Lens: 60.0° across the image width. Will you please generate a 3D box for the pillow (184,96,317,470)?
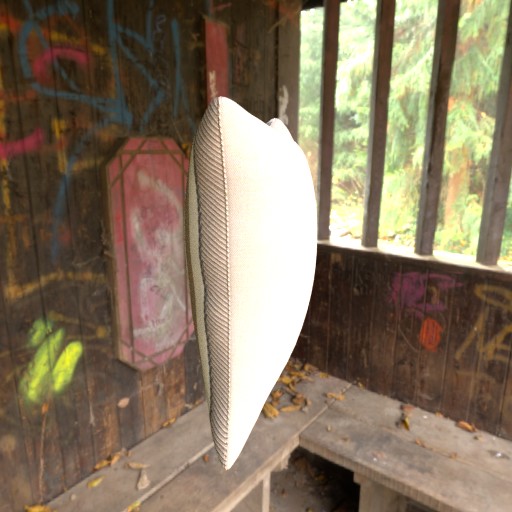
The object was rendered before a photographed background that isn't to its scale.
[{"bbox_3d":[0.000,0.000,0.641,0.173,0.401,0.416,2,15,9],"label":"pillow"}]
